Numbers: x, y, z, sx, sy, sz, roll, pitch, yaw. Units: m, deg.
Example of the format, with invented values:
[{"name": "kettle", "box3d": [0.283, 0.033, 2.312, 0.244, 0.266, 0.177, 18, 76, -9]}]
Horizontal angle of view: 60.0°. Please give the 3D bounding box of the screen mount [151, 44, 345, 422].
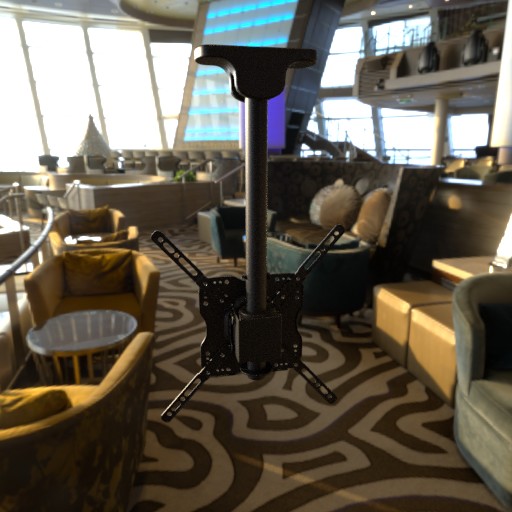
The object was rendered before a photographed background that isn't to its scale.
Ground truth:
[{"name": "screen mount", "box3d": [0.000, 0.000, 0.854, 0.393, 0.729, 0.090, -3, 14, -11]}]
